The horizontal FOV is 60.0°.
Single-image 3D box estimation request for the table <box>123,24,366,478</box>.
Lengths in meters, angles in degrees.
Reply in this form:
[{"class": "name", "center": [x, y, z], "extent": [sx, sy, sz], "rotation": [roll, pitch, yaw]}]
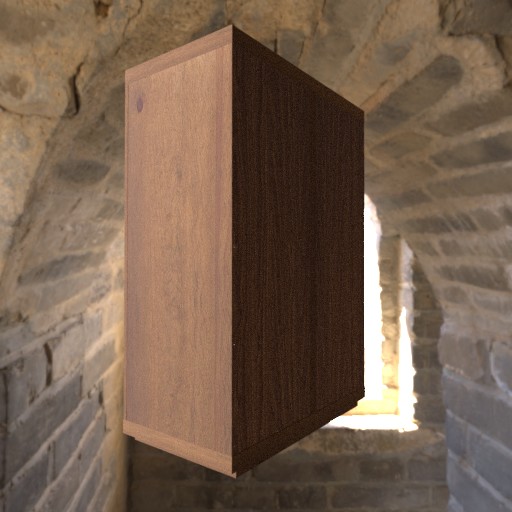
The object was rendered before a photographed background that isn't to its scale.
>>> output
[{"class": "table", "center": [0.000, 0.000, 1.759], "extent": [0.524, 1.294, 0.901], "rotation": [-1, -1, 37]}]
